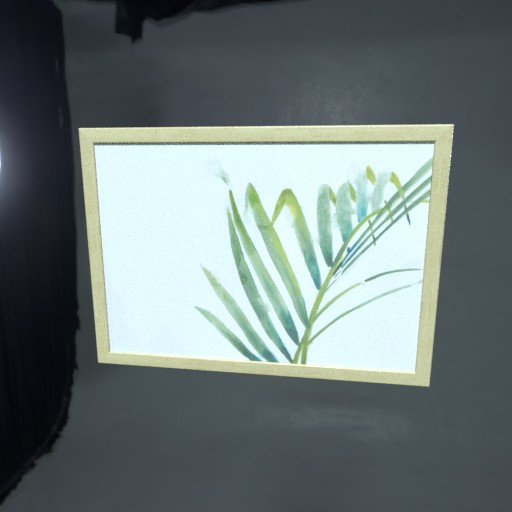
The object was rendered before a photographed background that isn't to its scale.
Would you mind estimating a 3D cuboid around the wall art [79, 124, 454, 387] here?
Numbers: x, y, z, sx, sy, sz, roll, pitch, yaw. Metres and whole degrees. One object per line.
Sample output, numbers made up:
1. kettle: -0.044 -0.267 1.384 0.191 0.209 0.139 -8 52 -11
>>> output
1. wall art: 0.000 0.000 0.680 0.533 0.381 0.032 2 13 8
